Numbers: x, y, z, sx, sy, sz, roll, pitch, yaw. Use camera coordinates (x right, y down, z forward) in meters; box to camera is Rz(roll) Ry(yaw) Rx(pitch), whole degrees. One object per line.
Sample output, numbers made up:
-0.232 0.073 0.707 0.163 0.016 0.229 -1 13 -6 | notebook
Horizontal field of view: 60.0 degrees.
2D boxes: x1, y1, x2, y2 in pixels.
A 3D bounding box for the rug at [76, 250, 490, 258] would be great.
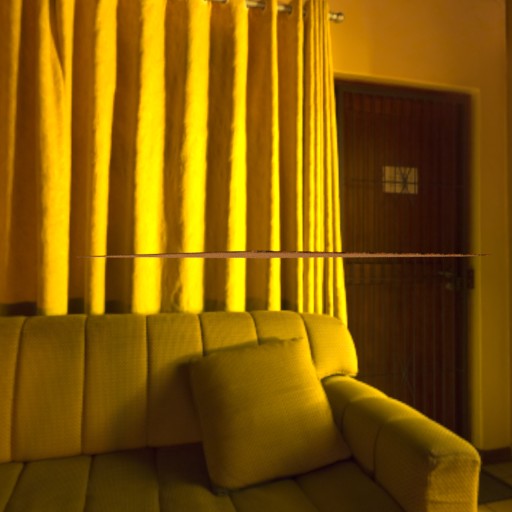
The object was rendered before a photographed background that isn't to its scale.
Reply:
0.000 0.000 3.406 1.971 0.010 2.651 1 -1 -36 | rug
